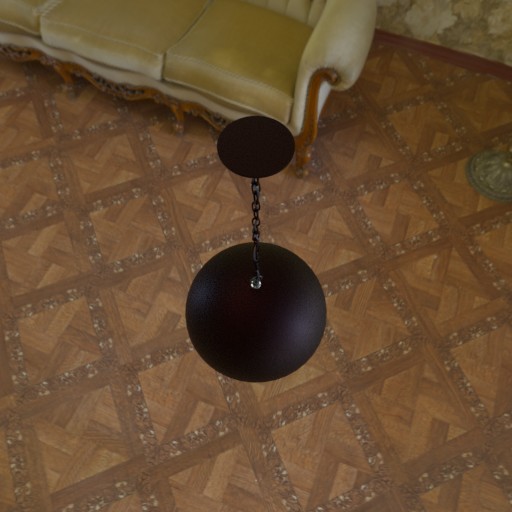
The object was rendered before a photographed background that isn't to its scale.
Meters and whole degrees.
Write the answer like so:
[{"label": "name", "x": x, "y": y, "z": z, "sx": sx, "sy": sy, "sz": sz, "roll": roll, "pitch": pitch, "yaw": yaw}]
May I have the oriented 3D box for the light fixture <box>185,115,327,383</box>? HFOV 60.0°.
[{"label": "light fixture", "x": 0.000, "y": 0.000, "z": 1.172, "sx": 0.492, "sy": 0.869, "sz": 0.492, "roll": -22, "pitch": 65, "yaw": -11}]
